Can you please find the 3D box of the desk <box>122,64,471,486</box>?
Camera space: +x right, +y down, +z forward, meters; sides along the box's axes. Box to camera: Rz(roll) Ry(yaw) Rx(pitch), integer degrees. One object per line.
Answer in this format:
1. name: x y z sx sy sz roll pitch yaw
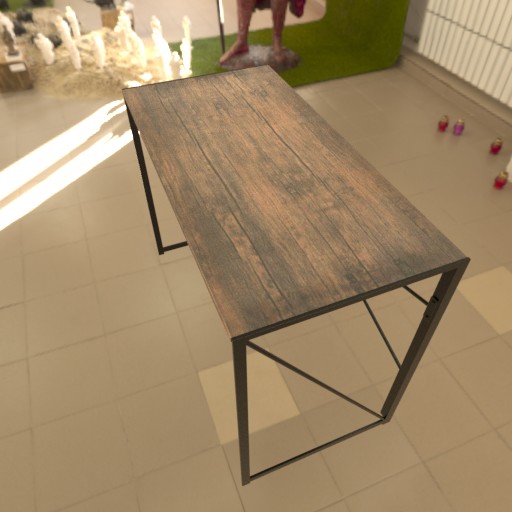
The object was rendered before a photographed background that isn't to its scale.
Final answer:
1. desk: 0.000 0.000 1.407 0.505 0.747 1.015 -16 48 -15
